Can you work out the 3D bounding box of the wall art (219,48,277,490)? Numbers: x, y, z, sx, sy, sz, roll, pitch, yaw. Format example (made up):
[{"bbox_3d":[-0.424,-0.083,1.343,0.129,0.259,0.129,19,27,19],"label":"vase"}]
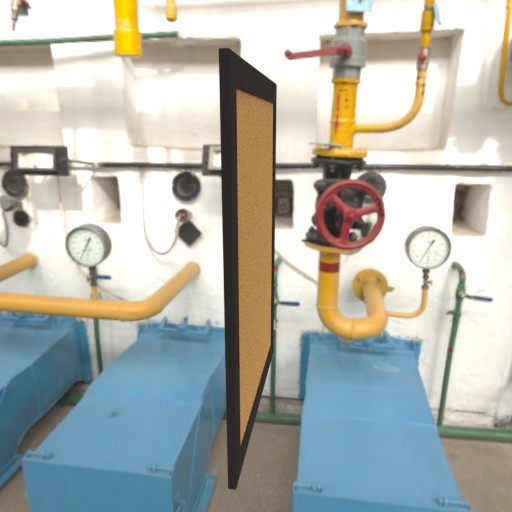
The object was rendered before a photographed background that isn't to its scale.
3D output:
[{"bbox_3d":[0.000,0.000,0.683,0.012,0.529,0.374,3,16,9],"label":"wall art"}]
